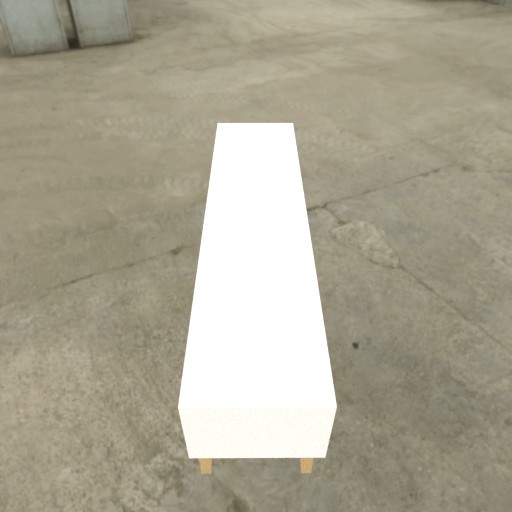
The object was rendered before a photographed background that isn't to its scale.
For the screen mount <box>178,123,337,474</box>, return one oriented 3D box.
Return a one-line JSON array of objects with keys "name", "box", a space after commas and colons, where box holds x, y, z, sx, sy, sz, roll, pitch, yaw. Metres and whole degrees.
[{"name": "screen mount", "box": [0.000, 0.000, 1.872, 0.399, 0.432, 1.644, 0, 41, 0]}]
